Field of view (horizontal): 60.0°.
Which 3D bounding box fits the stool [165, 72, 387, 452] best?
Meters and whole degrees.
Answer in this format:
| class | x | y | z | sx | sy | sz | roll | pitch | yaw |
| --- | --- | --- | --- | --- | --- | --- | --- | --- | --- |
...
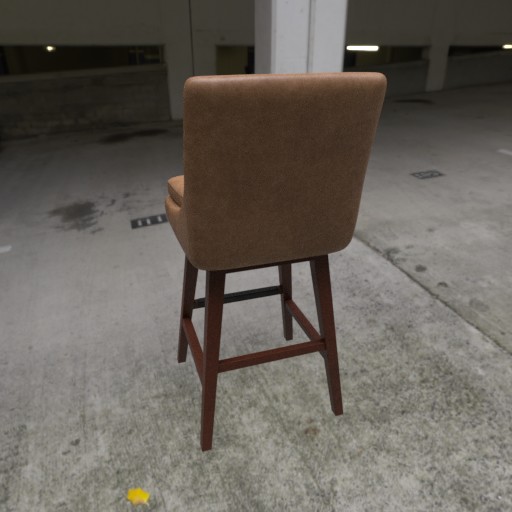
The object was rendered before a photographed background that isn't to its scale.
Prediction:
| class | x | y | z | sx | sy | sz | roll | pitch | yaw |
| --- | --- | --- | --- | --- | --- | --- | --- | --- | --- |
| stool | 0.000 | 0.000 | 1.377 | 0.487 | 1.079 | 0.572 | -8 | 27 | -17 |
